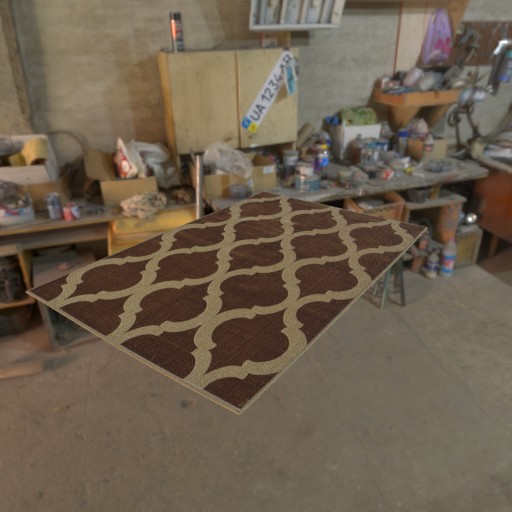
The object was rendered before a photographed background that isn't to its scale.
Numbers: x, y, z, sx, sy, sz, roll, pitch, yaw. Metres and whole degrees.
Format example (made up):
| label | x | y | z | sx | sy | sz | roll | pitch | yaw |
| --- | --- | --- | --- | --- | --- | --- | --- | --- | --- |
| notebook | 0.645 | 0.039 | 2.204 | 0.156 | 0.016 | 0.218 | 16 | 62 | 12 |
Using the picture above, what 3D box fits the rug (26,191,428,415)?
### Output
| label | x | y | z | sx | sy | sz | roll | pitch | yaw |
| --- | --- | --- | --- | --- | --- | --- | --- | --- | --- |
| rug | 0.000 | 0.000 | 2.880 | 1.526 | 0.014 | 2.290 | 18 | 31 | 32 |
